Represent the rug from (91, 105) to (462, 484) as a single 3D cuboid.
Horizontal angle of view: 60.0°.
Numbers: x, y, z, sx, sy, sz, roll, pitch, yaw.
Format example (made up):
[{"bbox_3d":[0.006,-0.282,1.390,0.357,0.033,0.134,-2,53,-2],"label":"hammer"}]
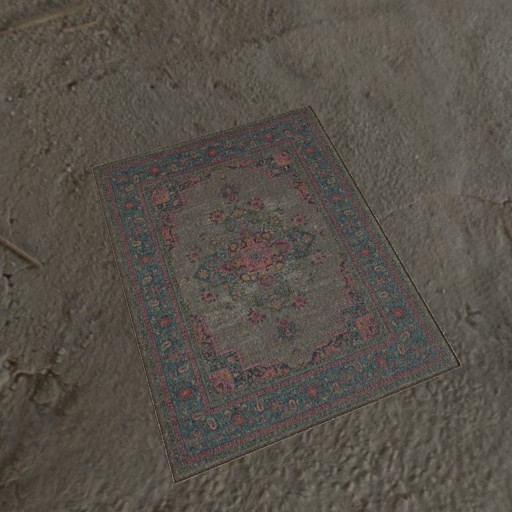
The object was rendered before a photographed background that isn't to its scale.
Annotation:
[{"bbox_3d":[0.000,0.000,4.045,2.434,0.013,3.057,-19,65,-9],"label":"rug"}]
